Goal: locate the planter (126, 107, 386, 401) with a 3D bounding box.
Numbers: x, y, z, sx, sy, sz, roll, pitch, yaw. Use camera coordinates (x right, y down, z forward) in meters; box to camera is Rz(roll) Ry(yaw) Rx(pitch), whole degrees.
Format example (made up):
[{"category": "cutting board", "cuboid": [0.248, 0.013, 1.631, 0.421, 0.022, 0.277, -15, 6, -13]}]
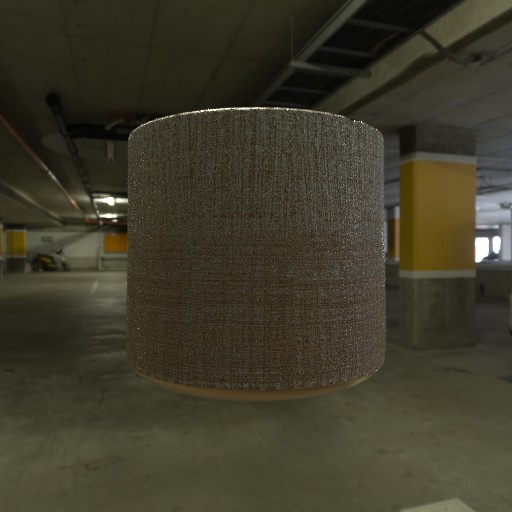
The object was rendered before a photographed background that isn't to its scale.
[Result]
[{"category": "planter", "cuboid": [0.000, 0.000, 0.315, 0.177, 0.157, 0.177, 0, 1, 0]}]
